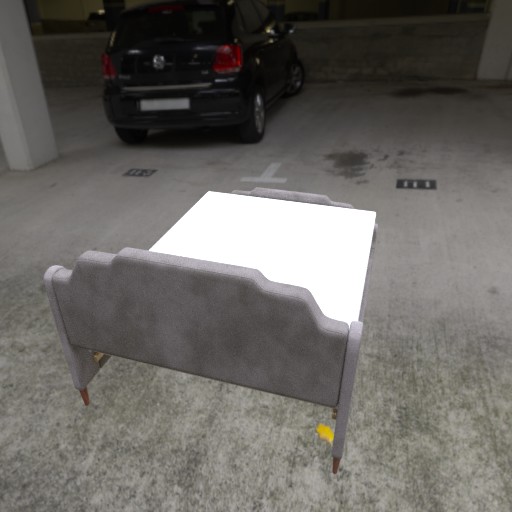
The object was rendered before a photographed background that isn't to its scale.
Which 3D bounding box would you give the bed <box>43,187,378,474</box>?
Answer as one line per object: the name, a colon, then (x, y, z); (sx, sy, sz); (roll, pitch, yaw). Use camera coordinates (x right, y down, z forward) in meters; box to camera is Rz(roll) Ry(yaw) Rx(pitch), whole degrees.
bed: (0.000, 0.000, 3.300); (1.676, 1.245, 2.340); (9, 32, 15)
